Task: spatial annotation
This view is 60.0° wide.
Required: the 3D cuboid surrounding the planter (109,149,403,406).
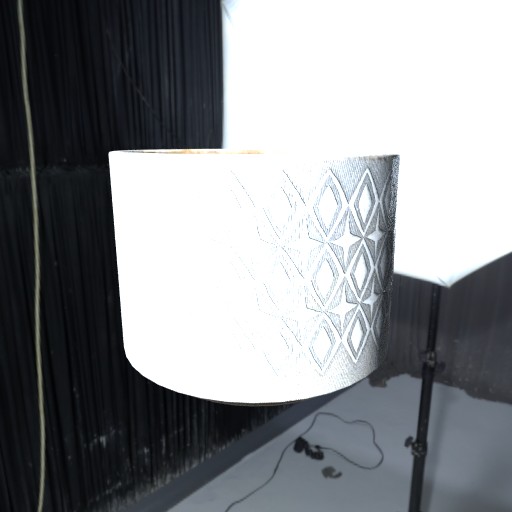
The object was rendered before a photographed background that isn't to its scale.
[{"bbox_3d":[0.000,0.000,0.312,0.186,0.144,0.186,0,14,0],"label":"planter"}]
